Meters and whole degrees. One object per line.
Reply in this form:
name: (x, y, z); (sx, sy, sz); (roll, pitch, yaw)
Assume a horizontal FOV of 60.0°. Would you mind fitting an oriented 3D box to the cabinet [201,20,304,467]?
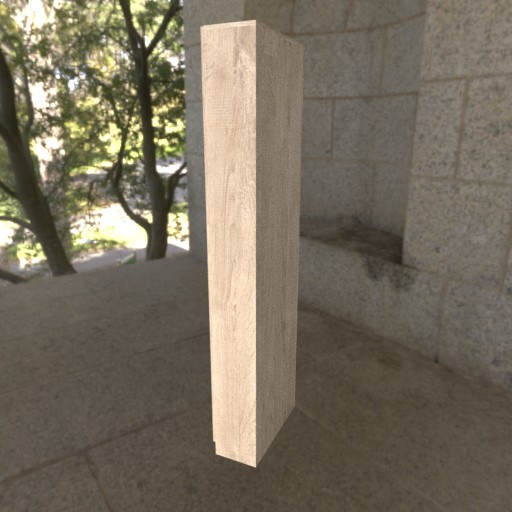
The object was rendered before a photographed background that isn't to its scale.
cabinet: (0.000, 0.000, 1.985); (0.230, 1.790, 0.500); (7, 17, 24)
